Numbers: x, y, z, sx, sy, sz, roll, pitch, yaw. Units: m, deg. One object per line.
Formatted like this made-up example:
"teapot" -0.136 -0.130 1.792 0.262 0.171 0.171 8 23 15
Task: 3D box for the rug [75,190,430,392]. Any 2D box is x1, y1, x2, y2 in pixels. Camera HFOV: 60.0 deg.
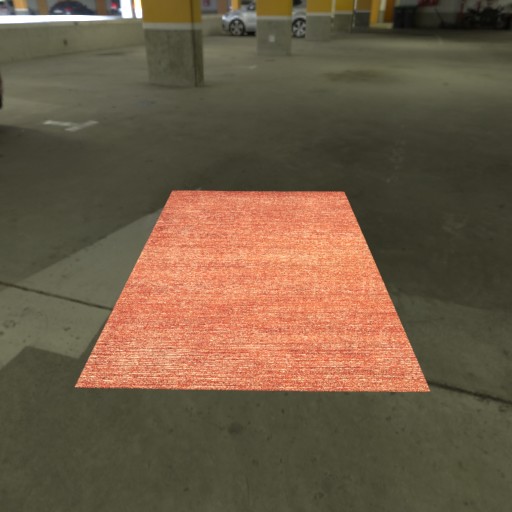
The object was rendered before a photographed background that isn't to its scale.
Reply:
"rug" 0.000 0.000 2.176 1.139 0.011 1.747 0 29 1
